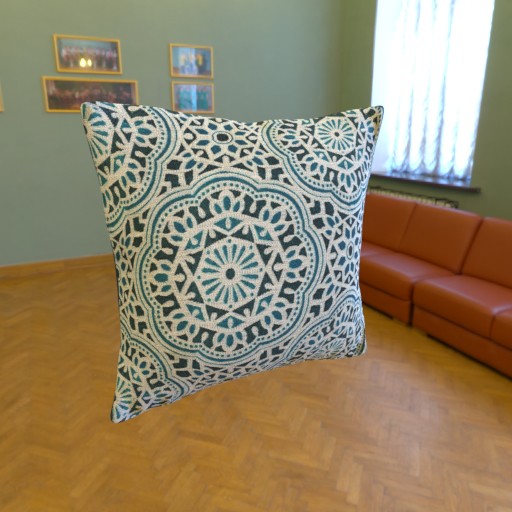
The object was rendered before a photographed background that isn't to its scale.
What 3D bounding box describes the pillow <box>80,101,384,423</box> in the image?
[{"bbox_3d":[0.000,0.000,0.639,0.440,0.420,0.145,-8,18,-26],"label":"pillow"}]
